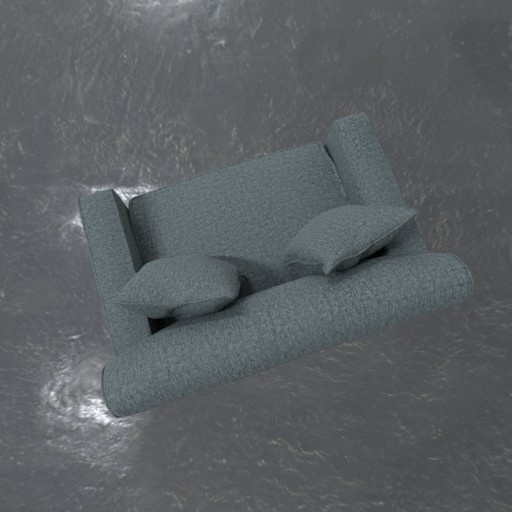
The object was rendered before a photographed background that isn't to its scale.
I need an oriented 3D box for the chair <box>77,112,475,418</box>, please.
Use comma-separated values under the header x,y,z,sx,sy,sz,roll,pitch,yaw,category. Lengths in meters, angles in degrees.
x,y,z,sx,sy,sz,roll,pitch,yaw,category
0.000,0.000,2.050,1.383,0.948,1.000,-18,76,-5,chair
